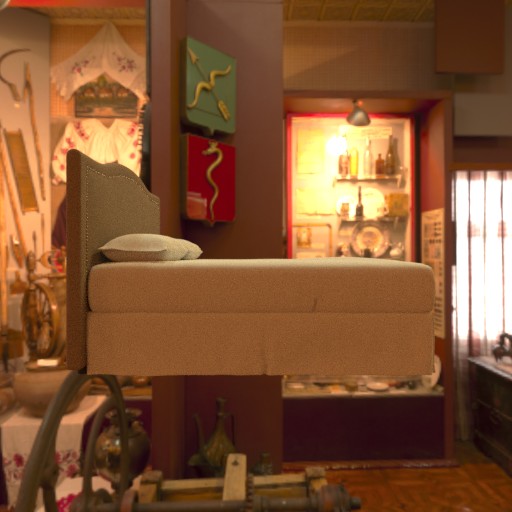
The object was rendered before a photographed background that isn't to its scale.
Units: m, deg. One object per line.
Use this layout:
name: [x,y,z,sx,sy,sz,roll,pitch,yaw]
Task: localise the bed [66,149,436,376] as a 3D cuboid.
bed: [0.000,0.000,3.565,2.182,1.421,2.083,0,0,0]
